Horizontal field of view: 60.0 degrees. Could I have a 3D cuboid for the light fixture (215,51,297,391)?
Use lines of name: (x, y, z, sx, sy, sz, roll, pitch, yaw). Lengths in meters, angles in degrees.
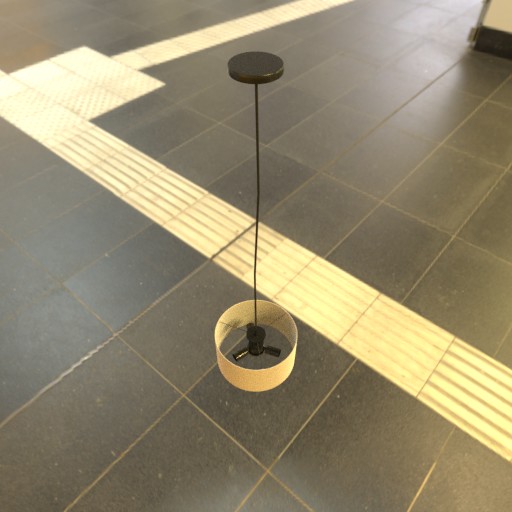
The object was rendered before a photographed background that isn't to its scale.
light fixture: (0.000, 0.000, 1.738, 0.399, 1.516, 0.399, 0, 47, 0)
